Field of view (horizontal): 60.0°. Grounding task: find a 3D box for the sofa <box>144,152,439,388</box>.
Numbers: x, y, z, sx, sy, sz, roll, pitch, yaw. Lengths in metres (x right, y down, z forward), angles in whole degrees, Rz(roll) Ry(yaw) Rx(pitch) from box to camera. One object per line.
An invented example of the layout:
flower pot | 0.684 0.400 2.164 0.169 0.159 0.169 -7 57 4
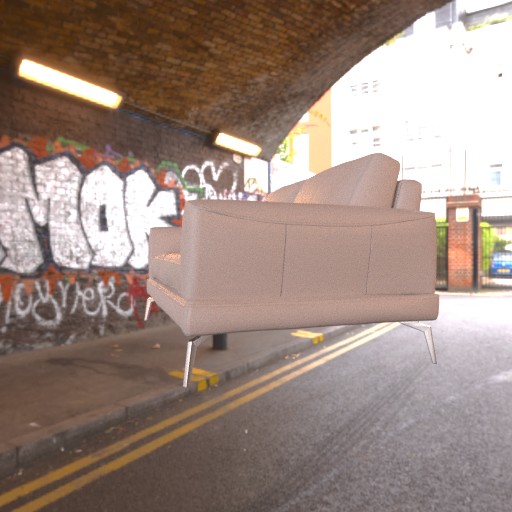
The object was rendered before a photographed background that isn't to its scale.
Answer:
sofa | 0.000 0.000 2.518 1.121 0.930 1.819 0 0 -18
